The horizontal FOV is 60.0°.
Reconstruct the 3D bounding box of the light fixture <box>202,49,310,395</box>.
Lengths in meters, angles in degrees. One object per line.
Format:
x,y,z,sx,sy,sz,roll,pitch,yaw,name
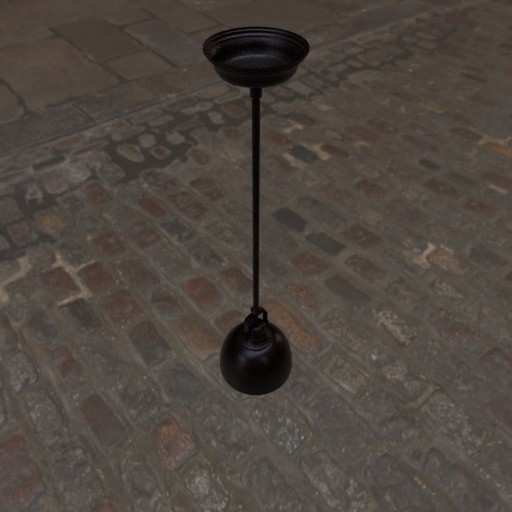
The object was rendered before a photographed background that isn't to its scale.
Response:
0.000,0.000,0.839,0.182,0.768,0.182,-31,53,-26,light fixture
